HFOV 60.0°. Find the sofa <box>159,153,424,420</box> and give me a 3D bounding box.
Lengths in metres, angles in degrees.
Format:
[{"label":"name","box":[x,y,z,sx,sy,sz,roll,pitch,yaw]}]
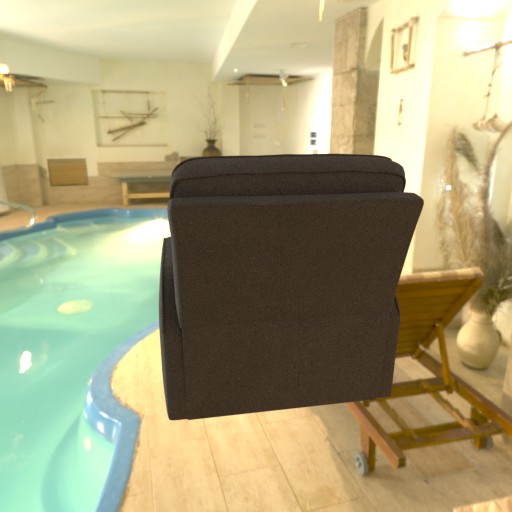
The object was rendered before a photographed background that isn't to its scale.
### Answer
[{"label":"sofa","box":[0.000,0.000,2.036,0.861,0.959,1.472,-3,16,-10]}]
